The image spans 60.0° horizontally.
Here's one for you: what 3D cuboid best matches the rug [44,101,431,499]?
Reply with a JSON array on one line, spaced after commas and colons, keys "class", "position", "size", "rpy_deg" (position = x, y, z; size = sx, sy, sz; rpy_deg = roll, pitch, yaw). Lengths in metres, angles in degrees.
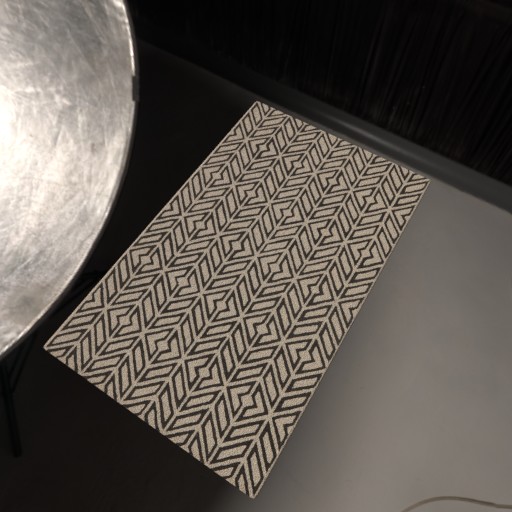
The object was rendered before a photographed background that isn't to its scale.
[{"class": "rug", "position": [0.000, 0.000, 2.975], "size": [1.523, 0.008, 2.438], "rpy_deg": [29, 66, 14]}]
